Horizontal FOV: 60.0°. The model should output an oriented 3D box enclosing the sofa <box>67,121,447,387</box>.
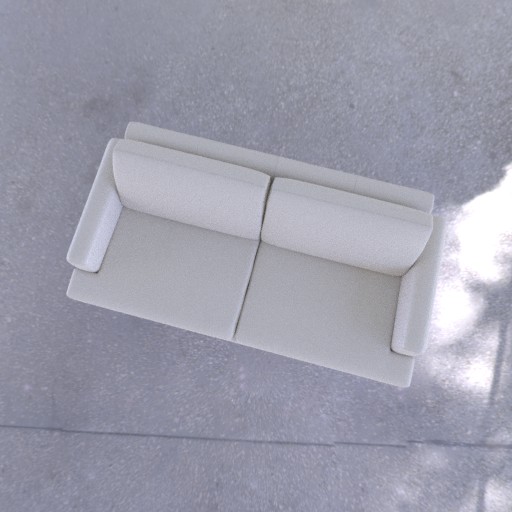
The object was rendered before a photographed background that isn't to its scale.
[{"bbox_3d":[0.000,0.000,2.473,1.940,0.765,0.974,14,77,3],"label":"sofa"}]
